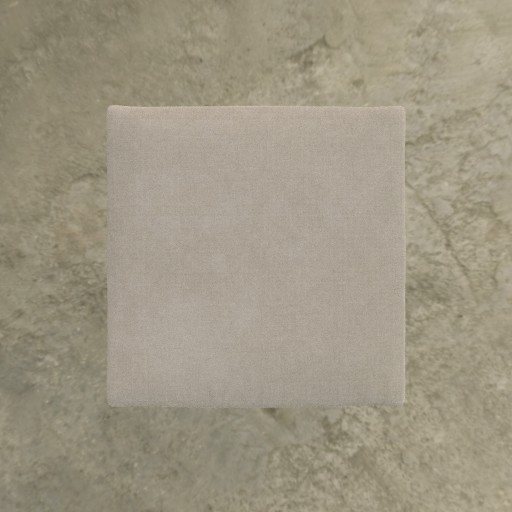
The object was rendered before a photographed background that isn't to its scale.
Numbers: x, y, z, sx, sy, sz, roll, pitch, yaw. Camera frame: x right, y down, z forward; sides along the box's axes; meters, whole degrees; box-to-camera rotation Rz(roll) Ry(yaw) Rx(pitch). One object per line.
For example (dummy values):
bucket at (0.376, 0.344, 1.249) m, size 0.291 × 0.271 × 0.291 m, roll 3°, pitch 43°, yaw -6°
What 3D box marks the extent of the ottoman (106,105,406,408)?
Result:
ottoman at (0.000, 0.000, 1.834) m, size 1.171 × 0.517 × 1.203 m, roll 0°, pitch 90°, yaw 0°
